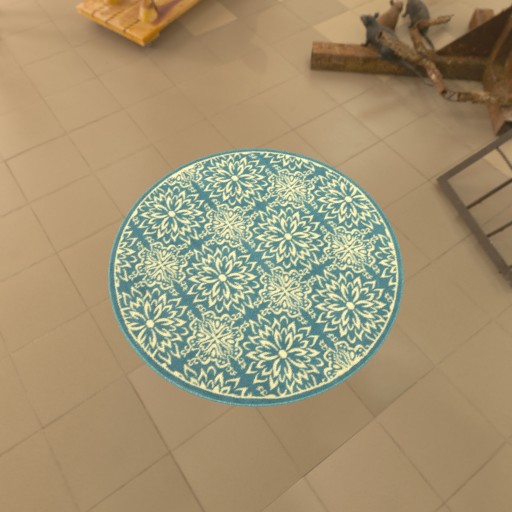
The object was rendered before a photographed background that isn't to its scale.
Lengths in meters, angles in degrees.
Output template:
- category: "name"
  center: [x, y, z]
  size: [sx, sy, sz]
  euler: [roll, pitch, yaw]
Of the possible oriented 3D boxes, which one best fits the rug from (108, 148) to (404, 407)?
- category: "rug"
  center: [0.000, 0.000, 2.423]
  size: [1.593, 0.012, 1.593]
  euler: [0, 59, 0]
